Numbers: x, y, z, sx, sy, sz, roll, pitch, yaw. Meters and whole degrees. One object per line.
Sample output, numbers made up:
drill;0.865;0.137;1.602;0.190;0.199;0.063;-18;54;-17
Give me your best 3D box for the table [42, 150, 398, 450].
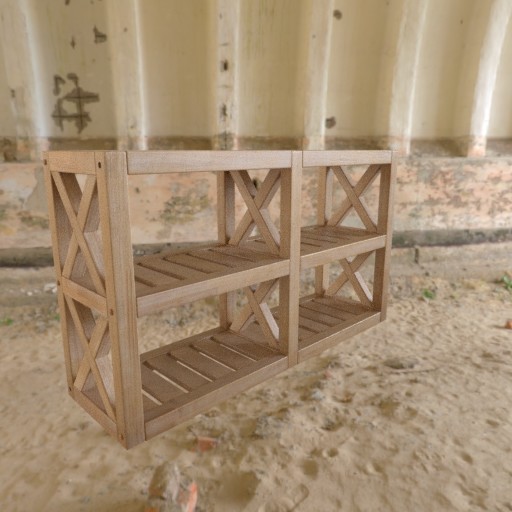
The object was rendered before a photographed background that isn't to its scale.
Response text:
table;0.000;0.000;1.643;1.320;0.762;0.381;-13;19;-43
